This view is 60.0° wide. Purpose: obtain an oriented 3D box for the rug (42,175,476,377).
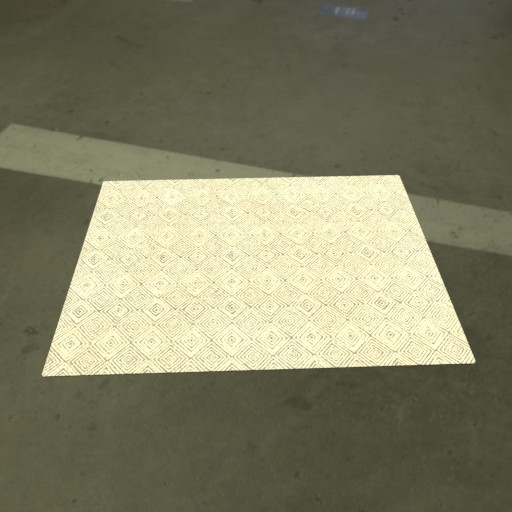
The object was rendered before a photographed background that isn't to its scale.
[{"bbox_3d":[0.000,0.000,2.819,2.238,0.008,1.593,-1,47,-1],"label":"rug"}]
